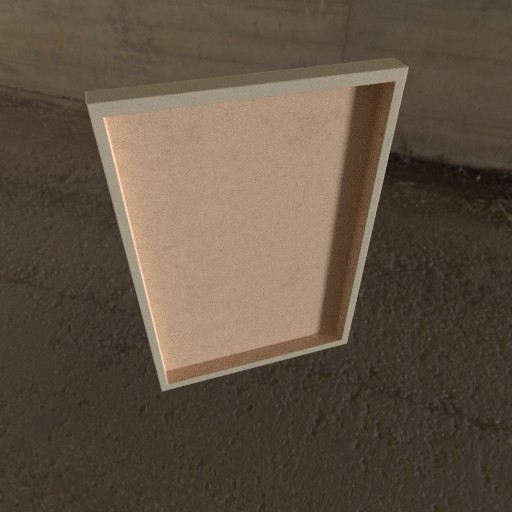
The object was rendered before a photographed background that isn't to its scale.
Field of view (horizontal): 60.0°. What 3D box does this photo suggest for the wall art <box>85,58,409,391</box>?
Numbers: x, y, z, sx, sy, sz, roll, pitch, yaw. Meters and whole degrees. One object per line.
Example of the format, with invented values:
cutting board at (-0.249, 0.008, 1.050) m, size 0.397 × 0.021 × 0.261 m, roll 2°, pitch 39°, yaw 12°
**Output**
wall art at (0.000, 0.000, 0.768) m, size 0.418 × 0.608 × 0.038 m, roll -12°, pitch 43°, yaw -13°
